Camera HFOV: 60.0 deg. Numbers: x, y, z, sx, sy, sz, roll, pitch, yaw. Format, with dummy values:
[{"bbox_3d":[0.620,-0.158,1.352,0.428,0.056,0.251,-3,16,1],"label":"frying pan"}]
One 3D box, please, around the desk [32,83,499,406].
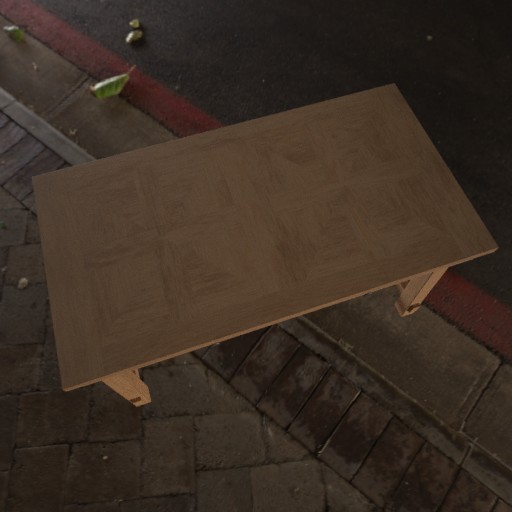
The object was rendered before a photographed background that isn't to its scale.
[{"bbox_3d":[0.000,0.000,1.939,1.499,0.762,0.813,-17,66,-8],"label":"desk"}]
